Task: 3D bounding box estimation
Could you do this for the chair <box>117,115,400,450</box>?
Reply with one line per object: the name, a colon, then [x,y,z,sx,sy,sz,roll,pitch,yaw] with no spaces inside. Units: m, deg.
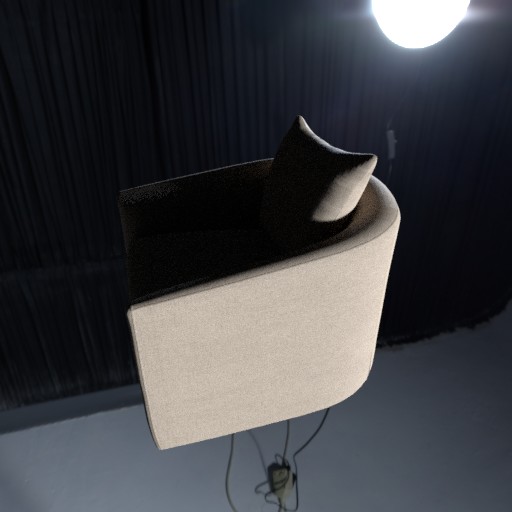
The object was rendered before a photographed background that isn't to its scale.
chair: [0.000,0.000,1.597,0.910,0.848,0.845,-8,31,-15]
